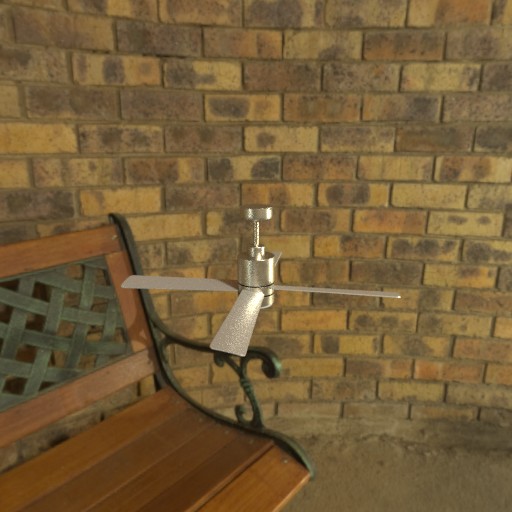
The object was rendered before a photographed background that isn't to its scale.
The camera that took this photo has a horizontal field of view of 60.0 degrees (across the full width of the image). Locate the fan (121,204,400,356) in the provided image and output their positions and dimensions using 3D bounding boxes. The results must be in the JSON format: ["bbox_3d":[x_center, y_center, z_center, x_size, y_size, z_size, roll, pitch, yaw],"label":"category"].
[{"bbox_3d":[0.000,0.000,2.396,1.525,0.539,1.525,2,15,9],"label":"fan"}]
